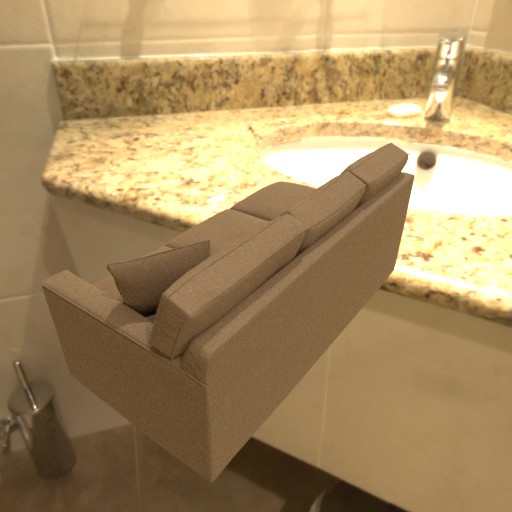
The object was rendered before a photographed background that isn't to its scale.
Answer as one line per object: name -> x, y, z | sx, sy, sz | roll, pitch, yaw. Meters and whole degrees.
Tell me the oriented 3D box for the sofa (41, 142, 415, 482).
sofa -> 0.000, 0.000, 2.497 | 1.034, 0.946, 1.963 | 22, 38, 30
